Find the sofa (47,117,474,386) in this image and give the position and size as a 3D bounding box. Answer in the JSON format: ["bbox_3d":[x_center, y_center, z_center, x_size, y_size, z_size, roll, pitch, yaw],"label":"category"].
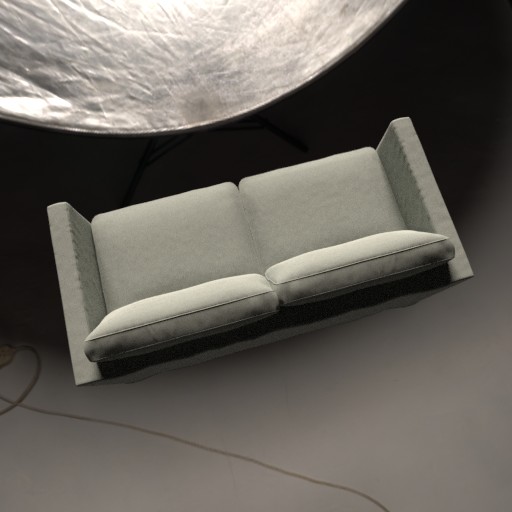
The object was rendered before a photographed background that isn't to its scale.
[{"bbox_3d":[0.000,0.000,2.479,1.987,0.870,0.940,-15,76,-4],"label":"sofa"}]
